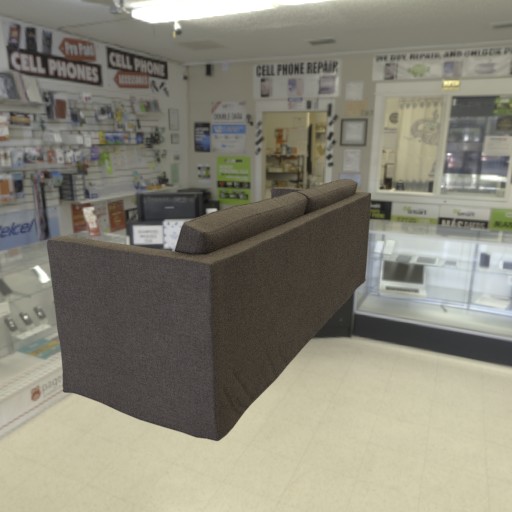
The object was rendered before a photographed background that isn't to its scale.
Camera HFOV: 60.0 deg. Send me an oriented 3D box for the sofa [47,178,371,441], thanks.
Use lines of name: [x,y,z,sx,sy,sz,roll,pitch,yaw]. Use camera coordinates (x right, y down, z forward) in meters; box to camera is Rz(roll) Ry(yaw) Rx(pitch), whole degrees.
sofa: [0.000,0.000,3.270,1.036,0.998,2.779,8,17,26]
